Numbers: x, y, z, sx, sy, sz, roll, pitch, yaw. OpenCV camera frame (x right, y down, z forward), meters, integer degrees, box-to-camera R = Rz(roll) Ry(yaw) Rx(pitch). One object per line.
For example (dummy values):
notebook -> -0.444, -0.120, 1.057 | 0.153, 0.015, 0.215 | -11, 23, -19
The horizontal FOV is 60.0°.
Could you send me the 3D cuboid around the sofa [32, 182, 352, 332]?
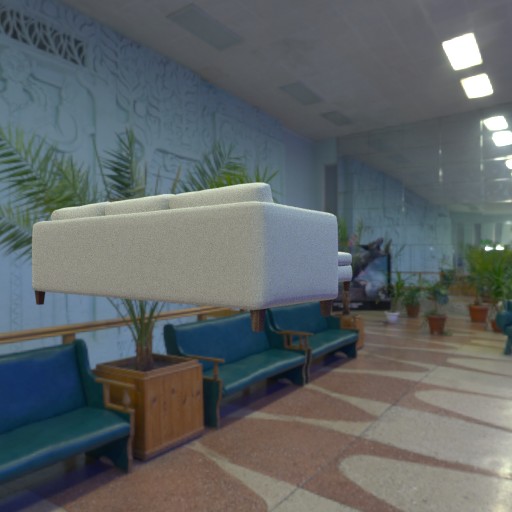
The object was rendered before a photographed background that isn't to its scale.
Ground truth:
sofa -> 0.000, 0.000, 4.398 | 2.551, 0.853, 3.238 | 0, 0, 37
